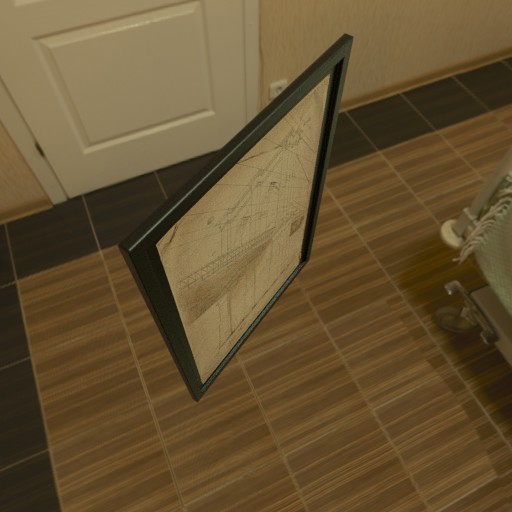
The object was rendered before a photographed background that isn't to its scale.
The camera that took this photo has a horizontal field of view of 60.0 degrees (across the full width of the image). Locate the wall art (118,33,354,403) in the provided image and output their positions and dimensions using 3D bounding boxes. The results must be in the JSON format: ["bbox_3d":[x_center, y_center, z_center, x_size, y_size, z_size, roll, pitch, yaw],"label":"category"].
[{"bbox_3d":[0.000,0.000,0.854,0.016,0.657,0.480,32,64,18],"label":"wall art"}]
